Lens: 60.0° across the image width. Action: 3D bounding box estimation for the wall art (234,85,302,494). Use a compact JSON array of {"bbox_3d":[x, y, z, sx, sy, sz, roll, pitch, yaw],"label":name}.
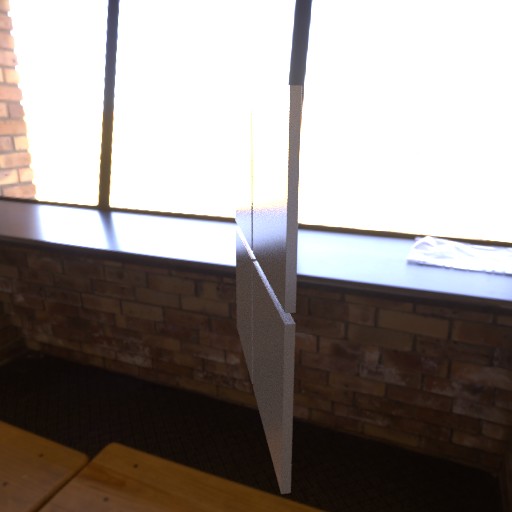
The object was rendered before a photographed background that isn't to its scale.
[{"bbox_3d":[0.000,0.000,1.665,0.029,1.118,1.118,-3,17,-9],"label":"wall art"}]
